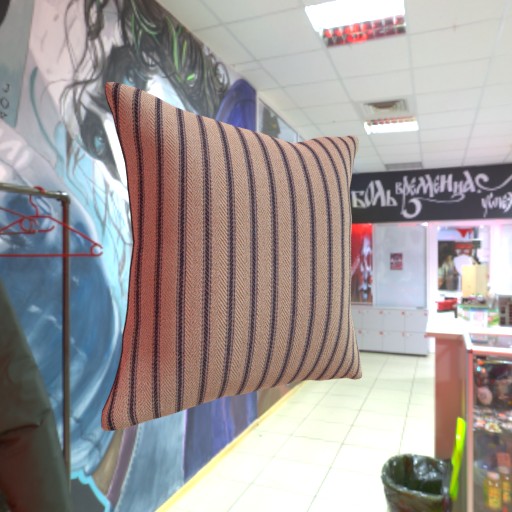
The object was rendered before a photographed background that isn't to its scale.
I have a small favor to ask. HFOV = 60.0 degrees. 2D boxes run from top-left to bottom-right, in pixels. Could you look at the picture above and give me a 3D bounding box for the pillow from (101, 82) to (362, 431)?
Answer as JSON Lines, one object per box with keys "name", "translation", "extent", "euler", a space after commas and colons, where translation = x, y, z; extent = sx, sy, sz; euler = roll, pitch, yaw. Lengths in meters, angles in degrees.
{"name": "pillow", "translation": [0.000, 0.000, 0.685], "extent": [0.468, 0.444, 0.138], "euler": [1, -1, -35]}
